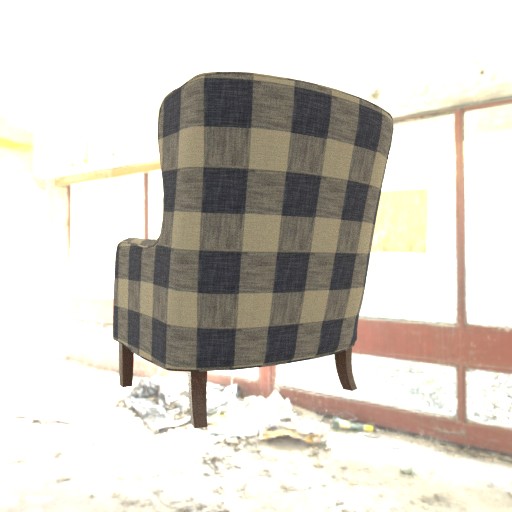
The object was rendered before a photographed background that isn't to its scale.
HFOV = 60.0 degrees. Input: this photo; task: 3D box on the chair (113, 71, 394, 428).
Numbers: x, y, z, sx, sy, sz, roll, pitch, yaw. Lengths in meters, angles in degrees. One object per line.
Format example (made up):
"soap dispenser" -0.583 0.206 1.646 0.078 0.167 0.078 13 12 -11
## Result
"chair" 0.000 0.000 1.689 0.830 1.041 0.889 0 -1 -35
